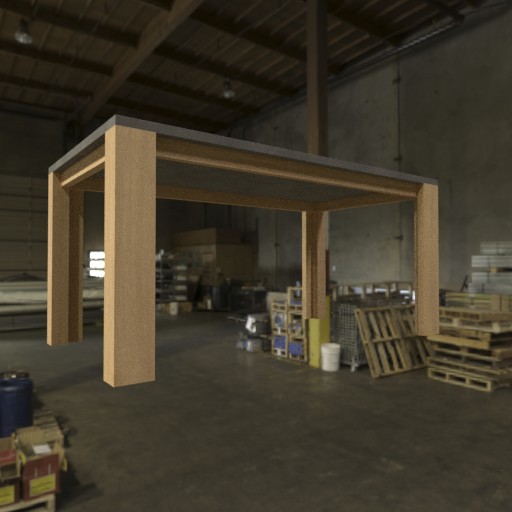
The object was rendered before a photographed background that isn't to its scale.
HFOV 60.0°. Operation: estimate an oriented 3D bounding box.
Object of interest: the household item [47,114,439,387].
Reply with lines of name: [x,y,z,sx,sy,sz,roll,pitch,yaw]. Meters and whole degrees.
household item: [0.000,0.000,2.042,1.600,0.755,0.850,1,-1,-36]
